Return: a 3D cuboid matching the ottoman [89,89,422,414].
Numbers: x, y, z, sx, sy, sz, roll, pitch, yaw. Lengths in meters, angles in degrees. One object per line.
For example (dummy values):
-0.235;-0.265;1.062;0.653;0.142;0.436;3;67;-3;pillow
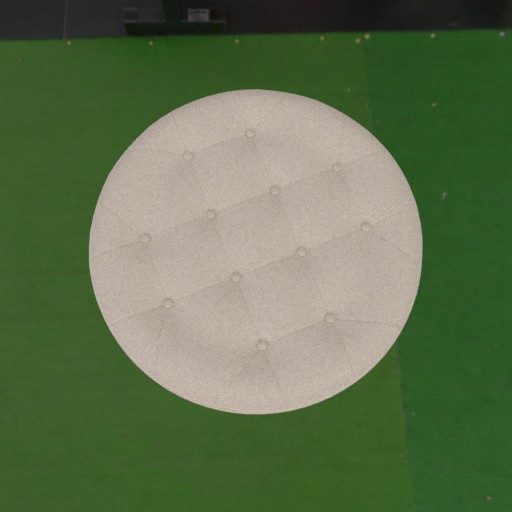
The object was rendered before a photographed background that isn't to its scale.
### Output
0.000;0.000;1.301;0.848;0.494;0.848;0;76;0;ottoman
